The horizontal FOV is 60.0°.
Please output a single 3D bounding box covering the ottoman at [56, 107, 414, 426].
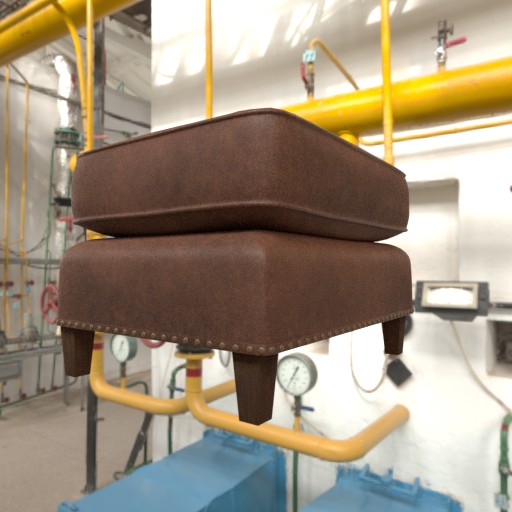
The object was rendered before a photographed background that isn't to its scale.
[{"bbox_3d":[0.000,0.000,1.112,0.589,0.537,0.738,-1,-1,36],"label":"ottoman"}]
